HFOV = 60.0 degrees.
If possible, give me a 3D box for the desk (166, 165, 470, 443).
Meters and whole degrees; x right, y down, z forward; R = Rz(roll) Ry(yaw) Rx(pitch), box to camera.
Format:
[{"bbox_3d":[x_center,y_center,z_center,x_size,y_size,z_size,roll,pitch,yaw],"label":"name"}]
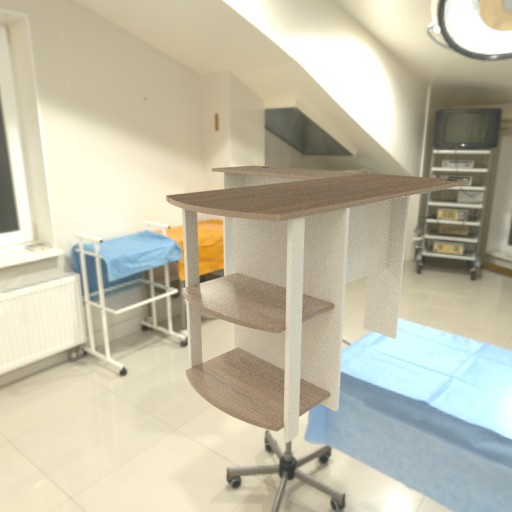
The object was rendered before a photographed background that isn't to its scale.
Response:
[{"bbox_3d":[0.000,0.000,2.073,1.303,0.716,1.361,-15,21,-43],"label":"desk"}]
